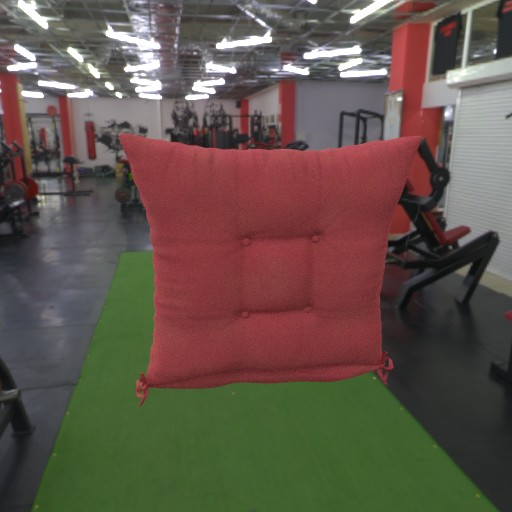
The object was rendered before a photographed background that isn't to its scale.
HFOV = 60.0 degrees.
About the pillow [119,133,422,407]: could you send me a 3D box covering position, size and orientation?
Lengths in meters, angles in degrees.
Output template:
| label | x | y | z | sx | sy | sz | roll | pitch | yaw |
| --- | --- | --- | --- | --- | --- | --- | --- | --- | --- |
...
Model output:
| label | x | y | z | sx | sy | sz | roll | pitch | yaw |
| --- | --- | --- | --- | --- | --- | --- | --- | --- | --- |
| pillow | 0.000 | 0.000 | 1.019 | 0.541 | 0.536 | 0.585 | -2 | 15 | -9 |
